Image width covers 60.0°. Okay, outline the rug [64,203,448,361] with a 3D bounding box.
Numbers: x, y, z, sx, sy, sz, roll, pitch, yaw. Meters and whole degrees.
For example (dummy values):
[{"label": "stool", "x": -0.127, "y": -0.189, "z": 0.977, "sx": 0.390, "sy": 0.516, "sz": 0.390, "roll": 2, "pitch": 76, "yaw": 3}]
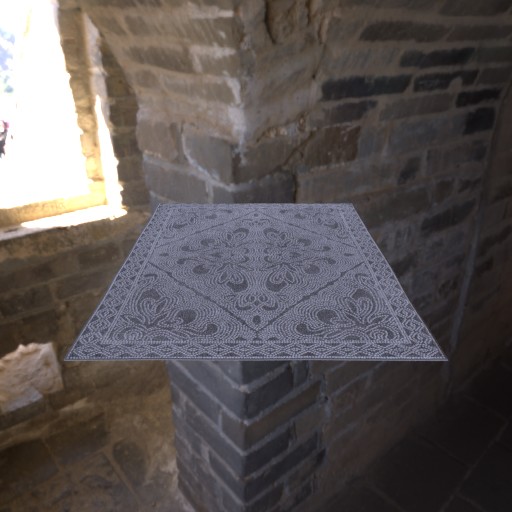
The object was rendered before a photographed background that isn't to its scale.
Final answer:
[{"label": "rug", "x": 0.000, "y": 0.000, "z": 4.143, "sx": 2.438, "sy": 0.012, "sz": 3.048, "roll": 0, "pitch": 26, "yaw": 0}]
